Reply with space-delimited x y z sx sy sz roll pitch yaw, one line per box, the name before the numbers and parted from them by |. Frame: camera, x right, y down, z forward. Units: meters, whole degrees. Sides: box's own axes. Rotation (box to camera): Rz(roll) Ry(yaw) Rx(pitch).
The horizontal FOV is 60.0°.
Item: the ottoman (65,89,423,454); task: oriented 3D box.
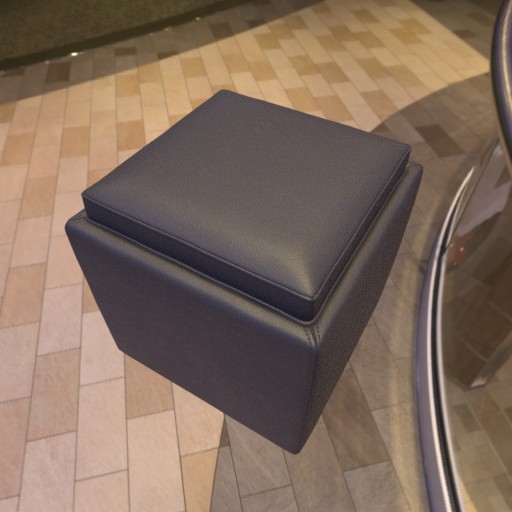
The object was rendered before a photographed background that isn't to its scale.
ottoman | 0.000 0.000 0.842 0.451 0.460 0.450 24 52 20
